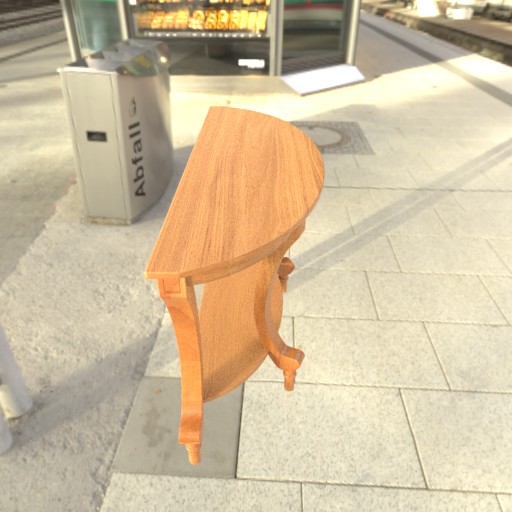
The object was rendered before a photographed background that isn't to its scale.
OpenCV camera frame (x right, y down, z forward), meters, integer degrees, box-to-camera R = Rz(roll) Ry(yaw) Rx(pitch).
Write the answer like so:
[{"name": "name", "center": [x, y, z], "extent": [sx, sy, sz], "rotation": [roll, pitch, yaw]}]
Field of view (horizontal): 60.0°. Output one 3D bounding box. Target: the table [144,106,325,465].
[{"name": "table", "center": [0.000, 0.000, 1.500], "extent": [0.394, 0.692, 1.198], "rotation": [0, 33, 1]}]
